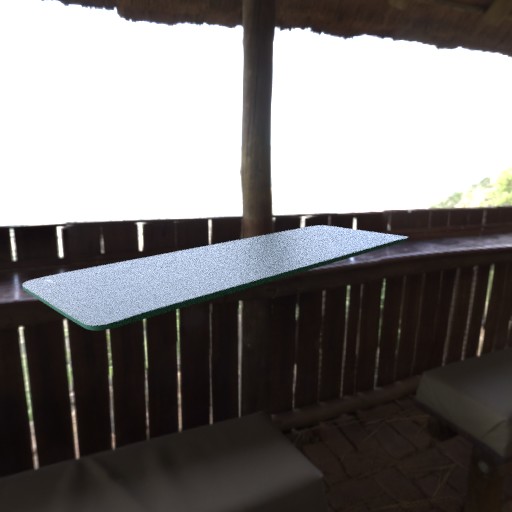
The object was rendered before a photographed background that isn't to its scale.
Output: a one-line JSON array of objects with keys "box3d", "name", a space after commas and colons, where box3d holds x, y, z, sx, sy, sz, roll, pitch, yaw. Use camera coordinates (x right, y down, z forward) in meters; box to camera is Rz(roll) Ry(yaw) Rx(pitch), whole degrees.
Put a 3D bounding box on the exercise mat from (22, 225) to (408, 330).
[{"box3d": [0.000, 0.000, 2.053, 0.616, 0.021, 1.869, 13, 18, 43], "name": "exercise mat"}]
